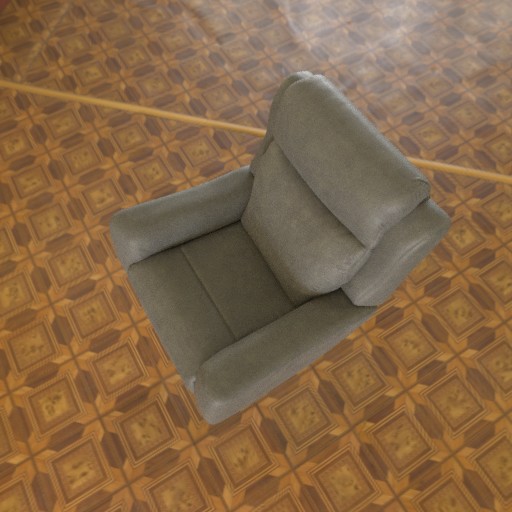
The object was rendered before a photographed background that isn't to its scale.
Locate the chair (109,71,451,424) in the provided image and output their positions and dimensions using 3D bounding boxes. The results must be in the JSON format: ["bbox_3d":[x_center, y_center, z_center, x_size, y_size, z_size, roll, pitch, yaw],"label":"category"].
[{"bbox_3d":[0.000,0.000,1.933,1.068,1.116,0.965,-29,67,-14],"label":"chair"}]
